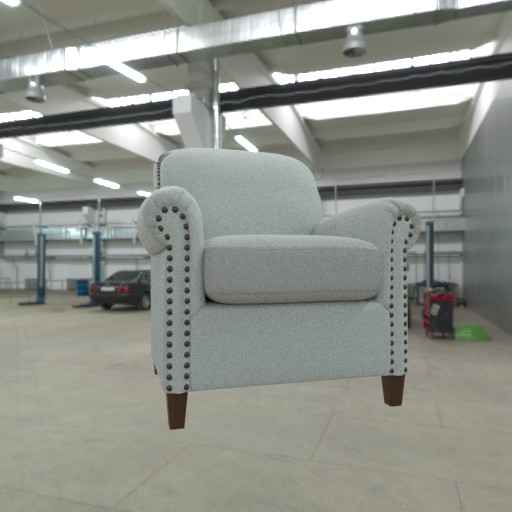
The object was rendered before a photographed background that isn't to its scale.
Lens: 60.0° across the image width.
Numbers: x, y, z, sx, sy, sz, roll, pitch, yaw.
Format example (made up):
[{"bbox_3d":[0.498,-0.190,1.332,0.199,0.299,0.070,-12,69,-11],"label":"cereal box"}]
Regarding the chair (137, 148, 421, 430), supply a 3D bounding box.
[{"bbox_3d":[0.000,0.000,1.625,0.854,0.927,0.890,0,-1,-17],"label":"chair"}]
